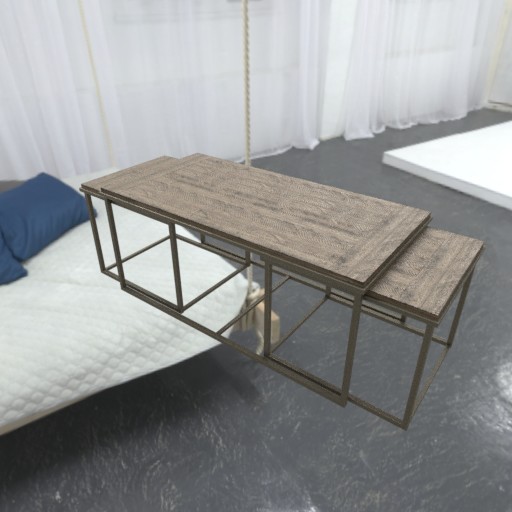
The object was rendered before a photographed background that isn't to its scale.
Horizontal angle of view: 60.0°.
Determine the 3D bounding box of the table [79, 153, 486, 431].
[{"bbox_3d":[0.000,0.000,1.533,1.312,0.427,0.489,21,36,31],"label":"table"}]
